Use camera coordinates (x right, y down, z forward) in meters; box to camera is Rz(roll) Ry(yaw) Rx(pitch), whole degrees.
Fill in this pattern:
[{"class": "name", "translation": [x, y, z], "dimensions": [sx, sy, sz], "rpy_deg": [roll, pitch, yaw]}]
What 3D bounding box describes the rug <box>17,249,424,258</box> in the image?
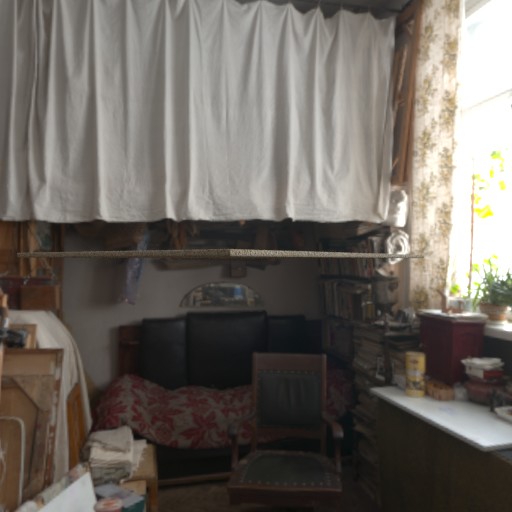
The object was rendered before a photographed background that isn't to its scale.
[{"class": "rug", "translation": [0.000, 0.000, 2.911], "dimensions": [1.500, 0.025, 2.346], "rpy_deg": [0, -1, 36]}]
